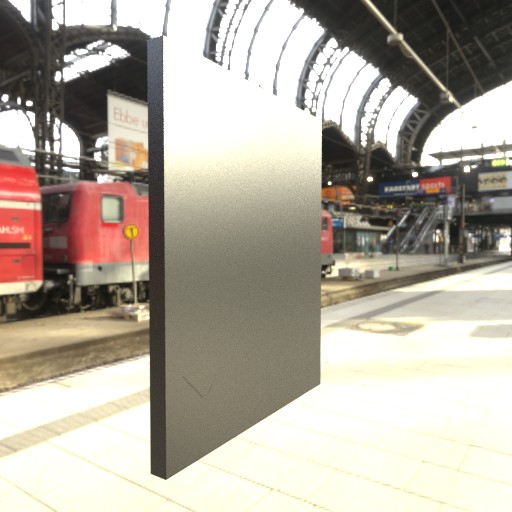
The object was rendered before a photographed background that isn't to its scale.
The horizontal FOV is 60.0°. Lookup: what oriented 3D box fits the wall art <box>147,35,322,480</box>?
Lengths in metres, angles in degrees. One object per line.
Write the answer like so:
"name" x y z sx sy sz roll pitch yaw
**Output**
"wall art" 0.000 0.000 0.752 0.028 0.557 0.457 1 2 33
